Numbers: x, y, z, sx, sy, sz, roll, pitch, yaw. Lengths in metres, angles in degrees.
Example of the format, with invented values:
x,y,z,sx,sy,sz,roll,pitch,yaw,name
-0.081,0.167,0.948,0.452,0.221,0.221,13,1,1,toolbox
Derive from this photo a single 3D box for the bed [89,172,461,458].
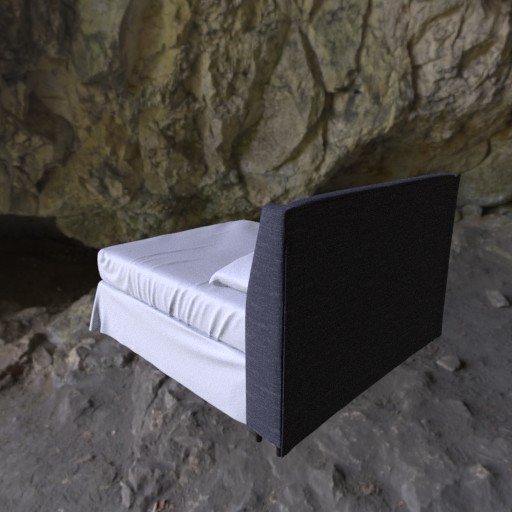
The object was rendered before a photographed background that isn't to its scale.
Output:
x,y,z,sx,sy,sz,roll,pitch,yaw,name
0.000,0.000,3.460,1.925,1.332,2.276,-16,23,-43,bed
